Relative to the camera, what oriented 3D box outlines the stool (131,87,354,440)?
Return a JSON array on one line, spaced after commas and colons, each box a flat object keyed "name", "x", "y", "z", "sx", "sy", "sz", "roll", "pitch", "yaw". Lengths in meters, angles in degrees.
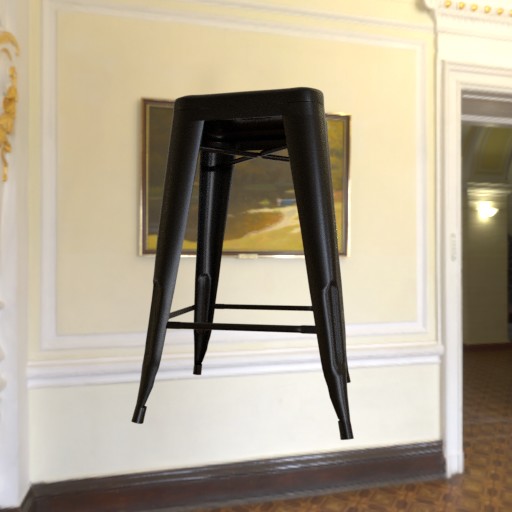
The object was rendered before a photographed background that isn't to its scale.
[{"name": "stool", "x": 0.000, "y": 0.000, "z": 0.937, "sx": 0.455, "sy": 0.609, "sz": 0.423, "roll": 0, "pitch": 0, "yaw": 0}]
